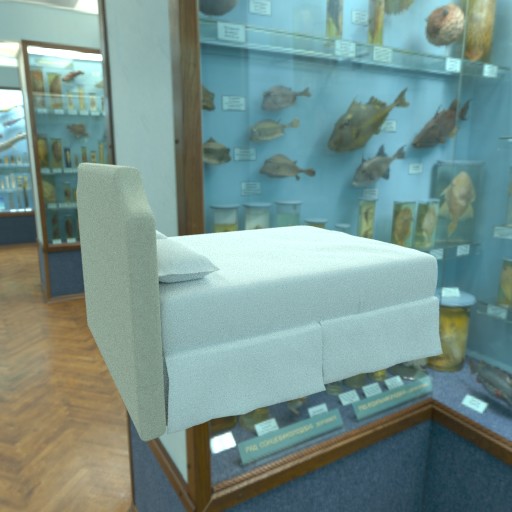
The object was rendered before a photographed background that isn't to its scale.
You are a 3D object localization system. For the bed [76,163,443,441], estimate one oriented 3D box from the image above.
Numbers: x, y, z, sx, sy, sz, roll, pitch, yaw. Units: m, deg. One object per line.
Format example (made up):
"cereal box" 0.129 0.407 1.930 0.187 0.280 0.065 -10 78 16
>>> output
"bed" 0.000 0.000 3.132 2.116 1.290 1.693 -7 14 -28
